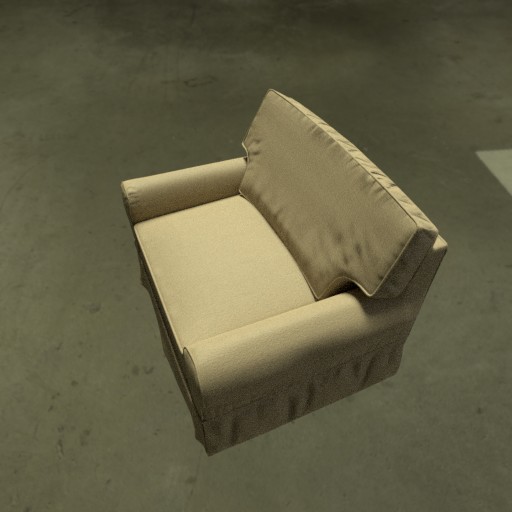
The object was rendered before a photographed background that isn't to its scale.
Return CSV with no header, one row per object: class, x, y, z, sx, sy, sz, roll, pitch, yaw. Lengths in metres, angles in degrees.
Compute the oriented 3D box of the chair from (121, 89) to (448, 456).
chair,0.000,0.000,1.802,0.903,0.937,1.096,-18,49,-16
